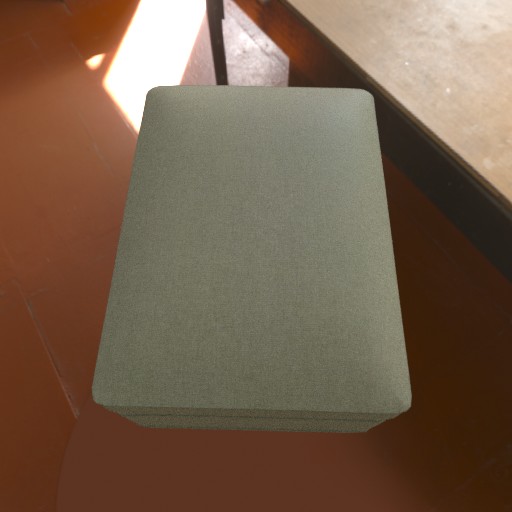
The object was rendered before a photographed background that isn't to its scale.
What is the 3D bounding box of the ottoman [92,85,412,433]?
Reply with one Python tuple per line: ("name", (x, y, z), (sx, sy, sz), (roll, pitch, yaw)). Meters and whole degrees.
("ottoman", (0.000, 0.000, 1.189), (0.619, 0.504, 0.843), (1, 63, 1))
